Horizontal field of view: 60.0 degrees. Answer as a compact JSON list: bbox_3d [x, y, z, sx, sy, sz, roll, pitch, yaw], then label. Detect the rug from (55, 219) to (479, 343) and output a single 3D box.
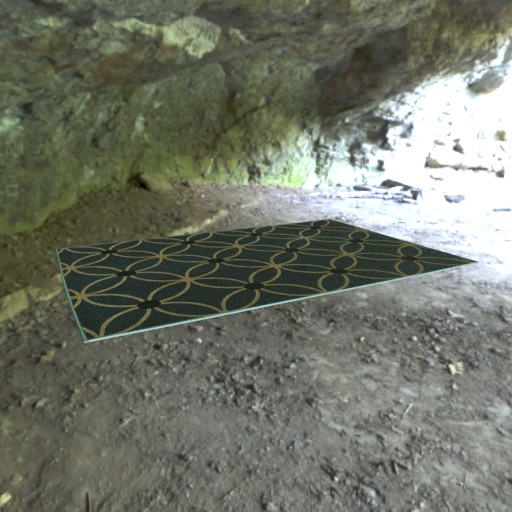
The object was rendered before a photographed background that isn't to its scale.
[{"bbox_3d":[0.000,0.000,2.833,2.284,0.008,1.522,-8,18,-26],"label":"rug"}]
